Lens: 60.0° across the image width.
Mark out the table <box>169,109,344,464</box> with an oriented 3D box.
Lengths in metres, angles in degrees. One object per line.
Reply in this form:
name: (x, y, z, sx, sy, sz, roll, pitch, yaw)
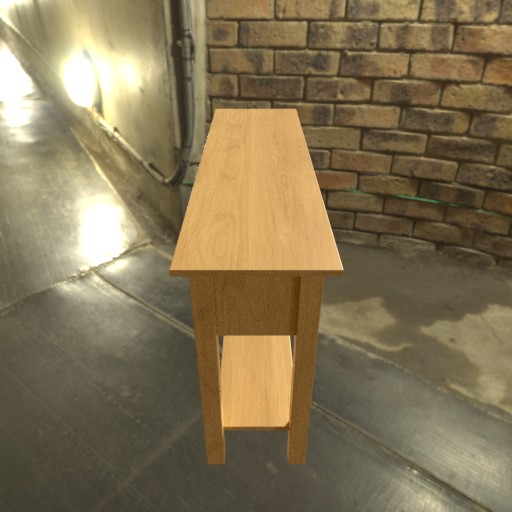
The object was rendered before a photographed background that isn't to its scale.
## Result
table: (0.000, 0.000, 1.605, 0.350, 0.730, 1.240, 0, 33, 0)
